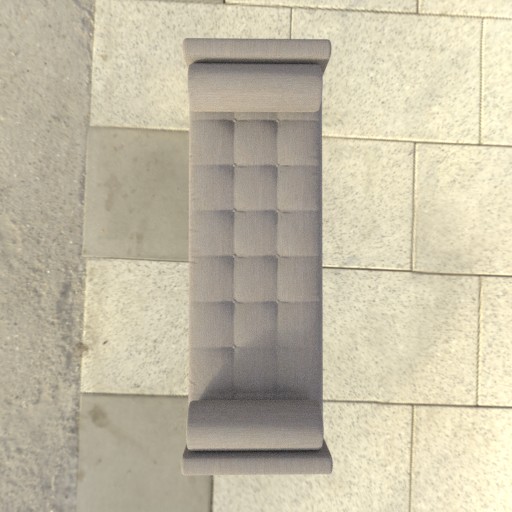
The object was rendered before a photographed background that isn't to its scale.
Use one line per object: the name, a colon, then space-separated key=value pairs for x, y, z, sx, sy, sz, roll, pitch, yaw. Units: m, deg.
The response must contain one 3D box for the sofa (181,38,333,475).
sofa: x=0.000 y=0.000 z=2.301 sx=0.686 sy=0.635 sz=1.981 roll=0 pitch=89 yaw=-1
